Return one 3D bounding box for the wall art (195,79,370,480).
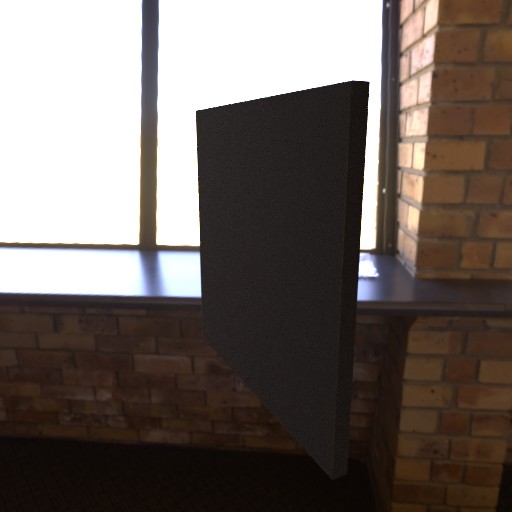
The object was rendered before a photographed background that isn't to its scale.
[{"bbox_3d":[0.000,0.000,0.455,0.015,0.303,0.304,-7,16,-26],"label":"wall art"}]
